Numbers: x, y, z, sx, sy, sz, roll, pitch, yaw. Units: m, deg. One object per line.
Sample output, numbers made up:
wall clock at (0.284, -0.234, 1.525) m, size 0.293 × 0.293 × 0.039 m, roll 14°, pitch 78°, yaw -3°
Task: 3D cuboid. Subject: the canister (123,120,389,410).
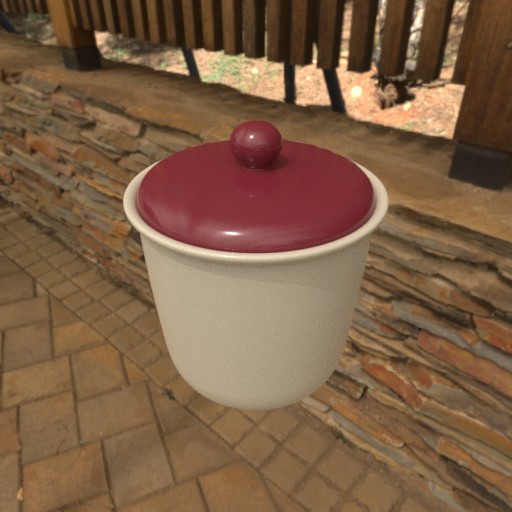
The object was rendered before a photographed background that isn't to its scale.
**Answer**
canister at (0.000, 0.000, 0.345) m, size 0.182 × 0.208 × 0.182 m, roll 0°, pitch 34°, yaw 0°
